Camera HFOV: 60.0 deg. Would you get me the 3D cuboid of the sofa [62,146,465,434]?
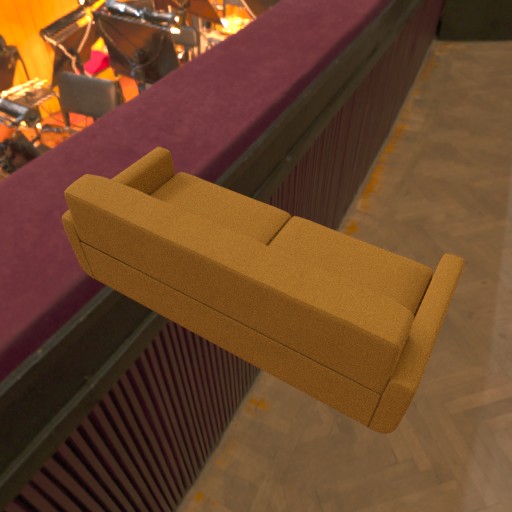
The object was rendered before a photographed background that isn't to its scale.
[{"bbox_3d":[0.000,0.000,2.495,2.029,0.841,0.909,24,51,21],"label":"sofa"}]
